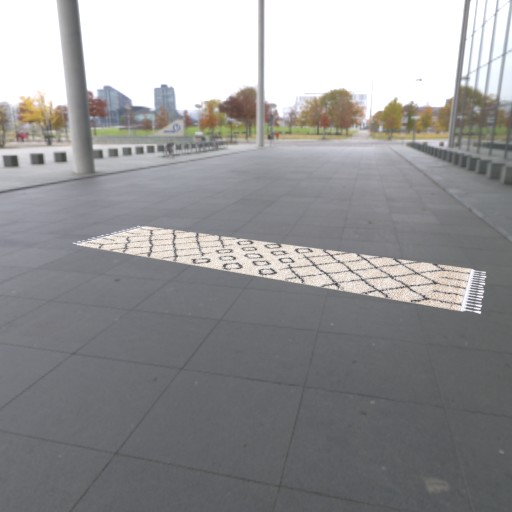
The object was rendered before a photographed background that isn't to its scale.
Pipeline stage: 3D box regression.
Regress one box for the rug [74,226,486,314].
[{"bbox_3d":[0.000,0.000,2.663,2.464,0.005,0.660,8,18,27],"label":"rug"}]
